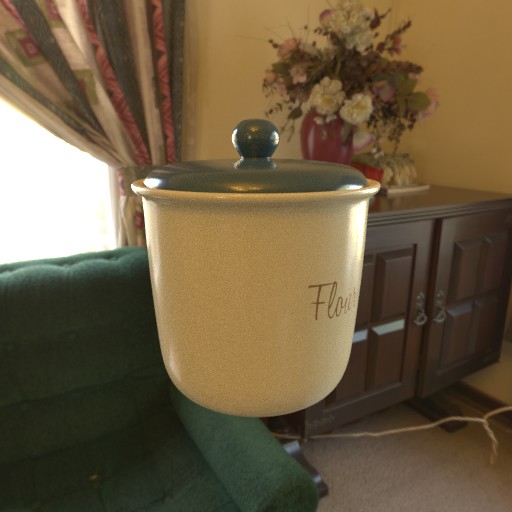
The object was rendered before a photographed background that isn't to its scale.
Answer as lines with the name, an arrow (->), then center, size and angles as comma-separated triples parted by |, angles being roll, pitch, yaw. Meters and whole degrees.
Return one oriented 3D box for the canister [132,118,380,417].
canister -> 0.000, 0.000, 0.350 | 0.182, 0.208, 0.182 | 0, 15, 0
